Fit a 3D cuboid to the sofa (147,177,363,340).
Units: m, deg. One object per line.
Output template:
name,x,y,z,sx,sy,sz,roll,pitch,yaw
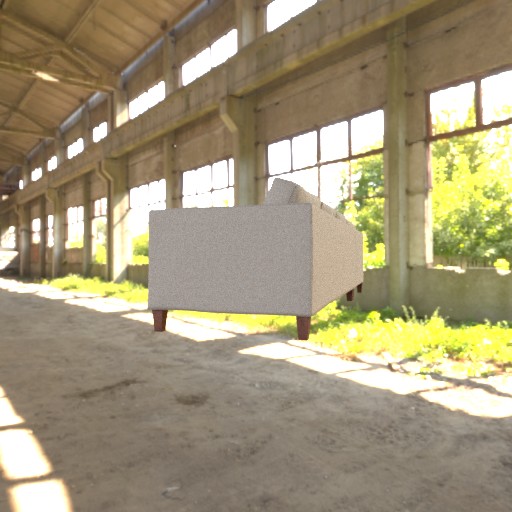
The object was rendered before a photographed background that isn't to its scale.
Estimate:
sofa,0.000,0.000,3.925,1.625,0.846,3.186,0,0,18
